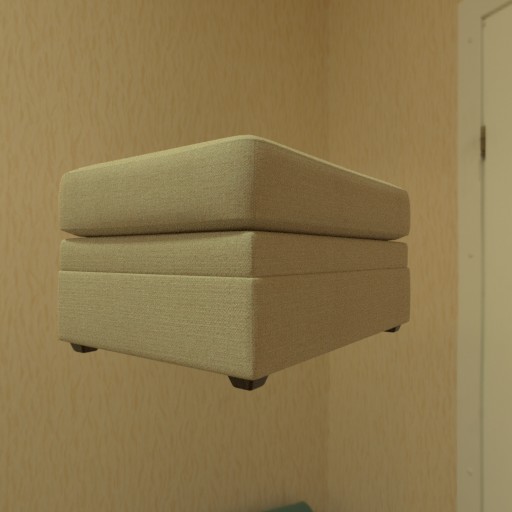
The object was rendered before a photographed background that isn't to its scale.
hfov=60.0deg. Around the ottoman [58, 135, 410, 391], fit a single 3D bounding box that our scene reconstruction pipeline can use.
[{"bbox_3d":[0.000,0.000,1.258,0.637,0.478,0.885,0,0,36],"label":"ottoman"}]
